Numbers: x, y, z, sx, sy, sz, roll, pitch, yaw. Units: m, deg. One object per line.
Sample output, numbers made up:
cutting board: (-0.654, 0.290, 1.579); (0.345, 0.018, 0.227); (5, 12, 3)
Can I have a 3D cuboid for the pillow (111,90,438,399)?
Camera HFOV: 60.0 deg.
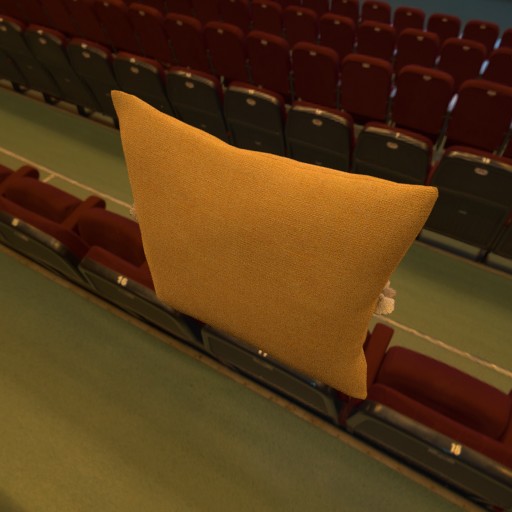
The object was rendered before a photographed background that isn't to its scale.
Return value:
pillow: (0.000, 0.000, 0.736); (0.485, 0.481, 0.167); (23, 50, 20)
